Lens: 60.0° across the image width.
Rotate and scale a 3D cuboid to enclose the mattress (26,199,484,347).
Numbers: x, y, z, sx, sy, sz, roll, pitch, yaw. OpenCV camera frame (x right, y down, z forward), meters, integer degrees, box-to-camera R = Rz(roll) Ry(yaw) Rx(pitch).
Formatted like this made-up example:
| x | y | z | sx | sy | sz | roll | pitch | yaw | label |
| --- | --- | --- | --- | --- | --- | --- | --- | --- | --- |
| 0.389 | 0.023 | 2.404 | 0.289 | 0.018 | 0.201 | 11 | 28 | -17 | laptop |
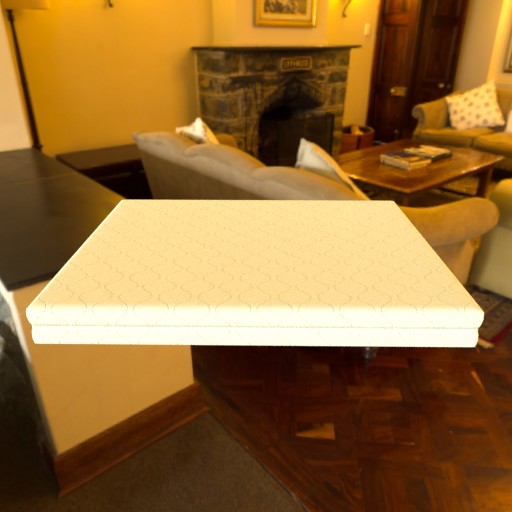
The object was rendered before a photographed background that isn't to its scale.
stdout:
| x | y | z | sx | sy | sz | roll | pitch | yaw | label |
| --- | --- | --- | --- | --- | --- | --- | --- | --- | --- |
| 0.000 | 0.000 | 2.489 | 1.900 | 0.200 | 1.400 | 0 | 26 | 1 | mattress |
